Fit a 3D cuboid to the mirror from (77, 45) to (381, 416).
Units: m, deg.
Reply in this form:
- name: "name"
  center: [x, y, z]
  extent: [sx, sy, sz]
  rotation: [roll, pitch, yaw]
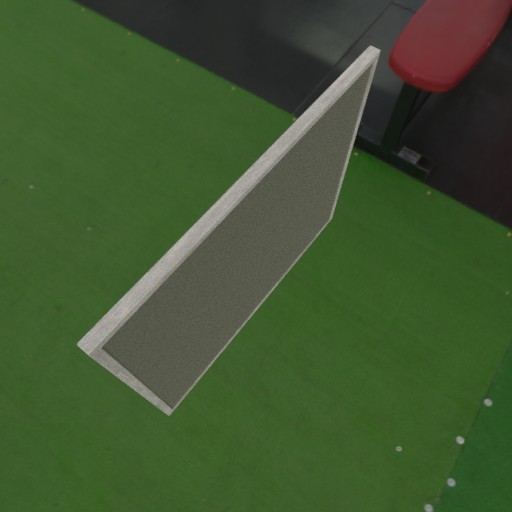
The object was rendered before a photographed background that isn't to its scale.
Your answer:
- name: "mirror"
  center: [0.000, 0.000, 1.112]
  extent: [0.028, 0.689, 0.839]
  rotation: [35, 68, 16]
